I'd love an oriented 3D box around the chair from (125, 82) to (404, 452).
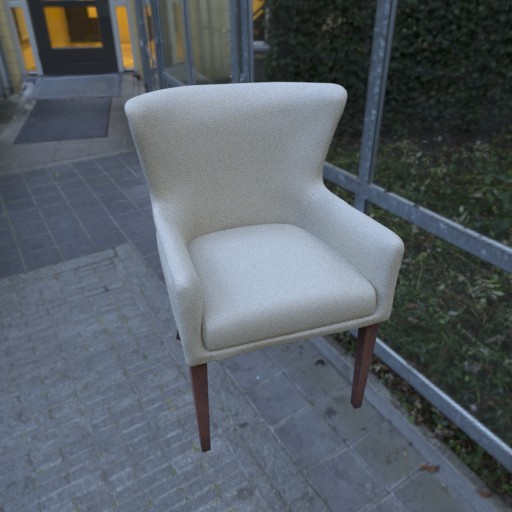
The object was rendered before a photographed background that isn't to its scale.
[{"bbox_3d":[0.000,0.000,1.411,0.660,0.952,0.686,-10,33,-15],"label":"chair"}]
